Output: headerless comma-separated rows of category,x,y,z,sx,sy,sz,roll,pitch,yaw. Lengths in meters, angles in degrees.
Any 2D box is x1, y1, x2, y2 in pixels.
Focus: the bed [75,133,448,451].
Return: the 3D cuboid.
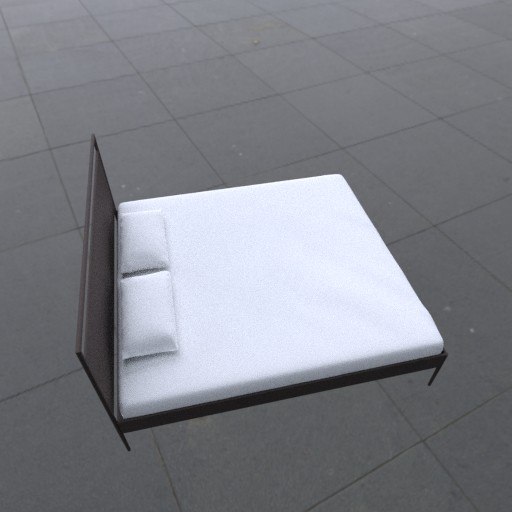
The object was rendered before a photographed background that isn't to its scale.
bed,0.000,0.000,3.298,2.151,1.173,1.993,-9,46,-9
